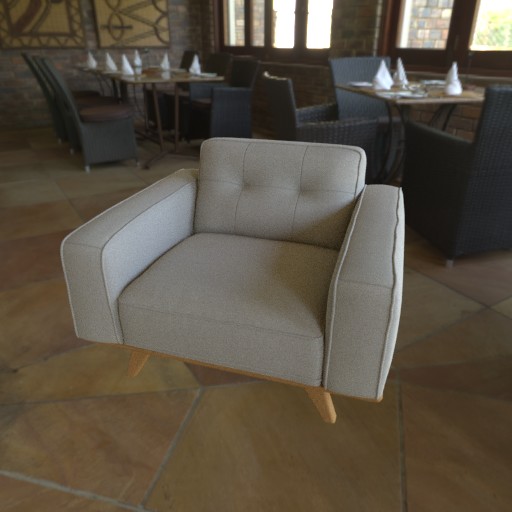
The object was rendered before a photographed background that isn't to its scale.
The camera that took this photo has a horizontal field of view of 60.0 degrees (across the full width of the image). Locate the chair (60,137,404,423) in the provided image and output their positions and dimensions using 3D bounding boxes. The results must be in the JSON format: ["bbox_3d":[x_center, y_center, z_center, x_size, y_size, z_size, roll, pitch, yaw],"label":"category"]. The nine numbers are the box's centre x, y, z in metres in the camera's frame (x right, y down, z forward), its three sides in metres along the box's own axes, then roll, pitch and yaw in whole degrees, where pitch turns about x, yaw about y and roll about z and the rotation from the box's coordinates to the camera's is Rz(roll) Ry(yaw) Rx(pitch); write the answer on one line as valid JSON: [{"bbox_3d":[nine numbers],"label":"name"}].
[{"bbox_3d":[0.000,0.000,1.780,1.115,0.779,0.953,8,27,16],"label":"chair"}]
